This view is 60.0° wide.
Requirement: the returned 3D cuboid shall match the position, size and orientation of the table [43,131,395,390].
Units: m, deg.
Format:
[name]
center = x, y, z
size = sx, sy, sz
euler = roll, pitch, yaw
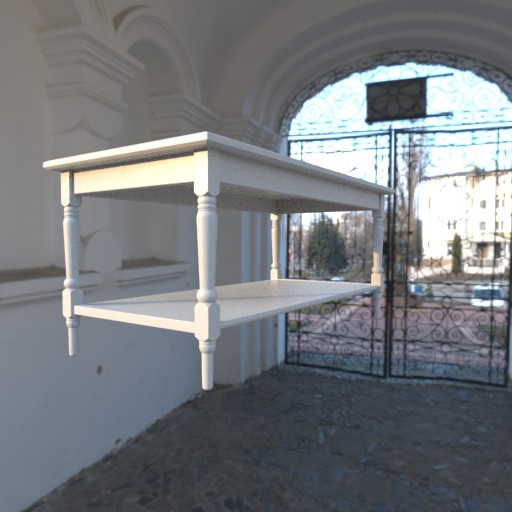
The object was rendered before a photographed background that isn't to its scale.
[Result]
[table]
center = 0.000, 0.000, 1.434
size = 0.551, 0.506, 1.109
euler = 1, 2, 35
